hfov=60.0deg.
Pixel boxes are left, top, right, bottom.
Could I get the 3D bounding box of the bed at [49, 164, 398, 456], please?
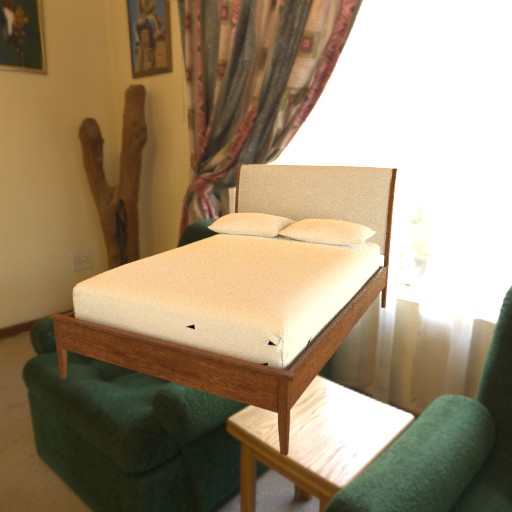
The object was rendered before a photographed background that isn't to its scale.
[{"bbox_3d":[0.000,0.000,3.323,1.612,1.250,2.380,7,16,27],"label":"bed"}]
